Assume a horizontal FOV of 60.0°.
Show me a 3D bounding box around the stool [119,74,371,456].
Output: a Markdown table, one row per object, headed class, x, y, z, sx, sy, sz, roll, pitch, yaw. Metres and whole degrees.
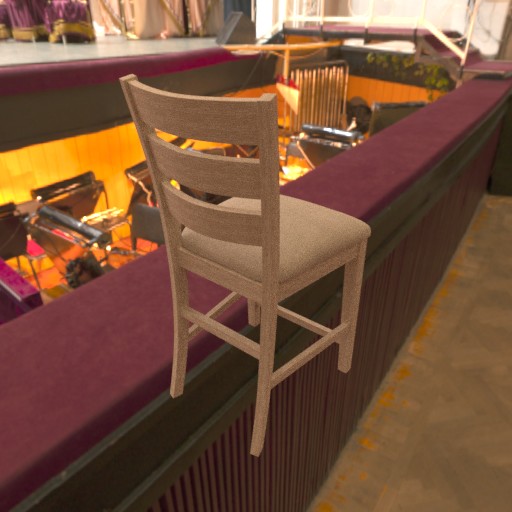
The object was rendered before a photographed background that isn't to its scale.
| class | x | y | z | sx | sy | sz | roll | pitch | yaw |
| --- | --- | --- | --- | --- | --- | --- | --- | --- | --- |
| stool | 0.000 | 0.000 | 1.336 | 0.484 | 1.032 | 0.569 | 22 | 36 | 33 |
